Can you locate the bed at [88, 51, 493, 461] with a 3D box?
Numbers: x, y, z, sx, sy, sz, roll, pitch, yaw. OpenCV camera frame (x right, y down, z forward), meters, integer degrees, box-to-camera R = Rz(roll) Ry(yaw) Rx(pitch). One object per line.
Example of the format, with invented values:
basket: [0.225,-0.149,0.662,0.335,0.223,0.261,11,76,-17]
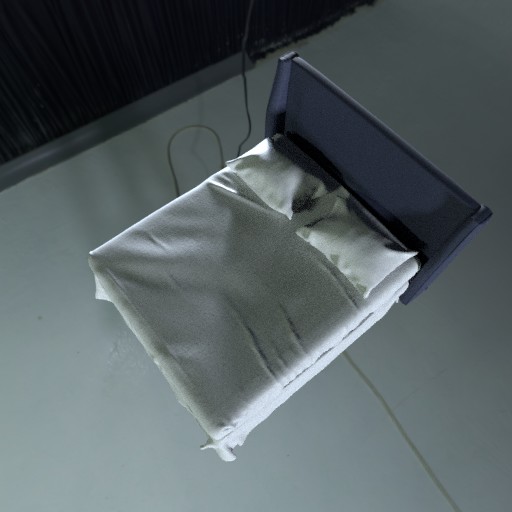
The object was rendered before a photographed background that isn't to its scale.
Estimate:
bed: [0.000,0.000,3.319,2.276,1.332,1.925,-36,69,-16]
